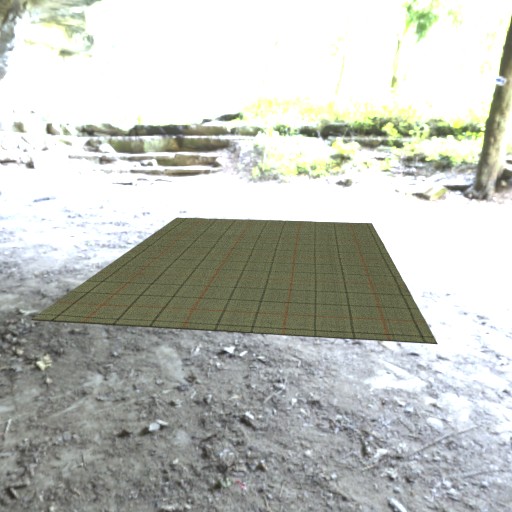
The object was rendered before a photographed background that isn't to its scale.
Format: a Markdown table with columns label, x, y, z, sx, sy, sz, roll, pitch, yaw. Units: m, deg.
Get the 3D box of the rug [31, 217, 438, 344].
| label | x | y | z | sx | sy | sz | roll | pitch | yaw |
| --- | --- | --- | --- | --- | --- | --- | --- | --- | --- |
| rug | 0.000 | 0.000 | 4.061 | 2.444 | 0.012 | 3.048 | 2 | 17 | 7 |
